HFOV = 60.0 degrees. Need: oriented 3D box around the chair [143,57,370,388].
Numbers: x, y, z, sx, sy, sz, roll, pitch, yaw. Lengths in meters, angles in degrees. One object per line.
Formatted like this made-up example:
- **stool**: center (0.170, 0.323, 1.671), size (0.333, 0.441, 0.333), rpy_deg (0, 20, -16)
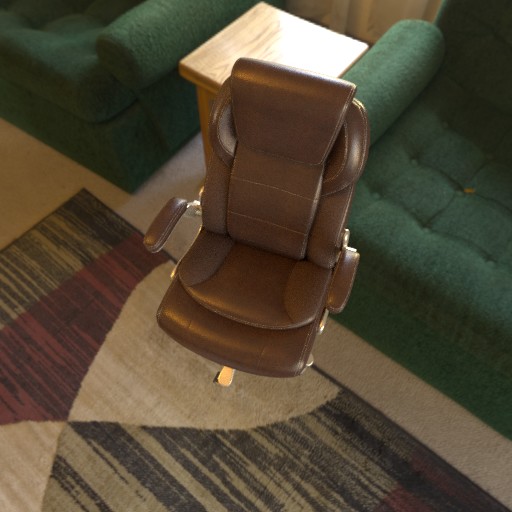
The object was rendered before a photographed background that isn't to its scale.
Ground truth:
- **chair**: center (0.000, 0.000, 1.674), size (0.733, 1.160, 0.774), rpy_deg (18, 60, 11)
